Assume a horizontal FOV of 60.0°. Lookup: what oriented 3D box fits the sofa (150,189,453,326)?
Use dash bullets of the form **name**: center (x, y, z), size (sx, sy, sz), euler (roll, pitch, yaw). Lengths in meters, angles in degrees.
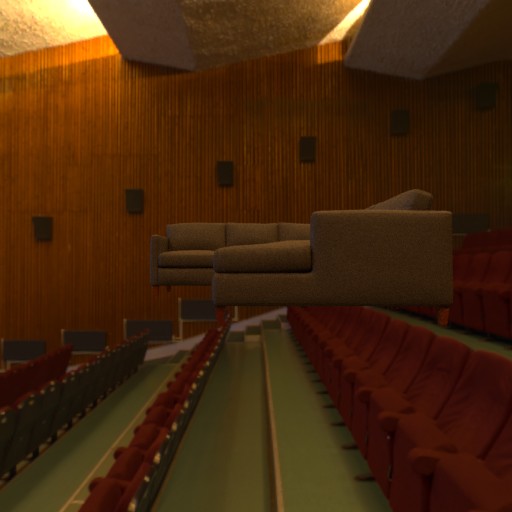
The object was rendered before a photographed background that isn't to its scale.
- **sofa**: center (0.000, 0.000, 4.581), size (2.594, 0.961, 3.460), euler (0, -1, -1)
